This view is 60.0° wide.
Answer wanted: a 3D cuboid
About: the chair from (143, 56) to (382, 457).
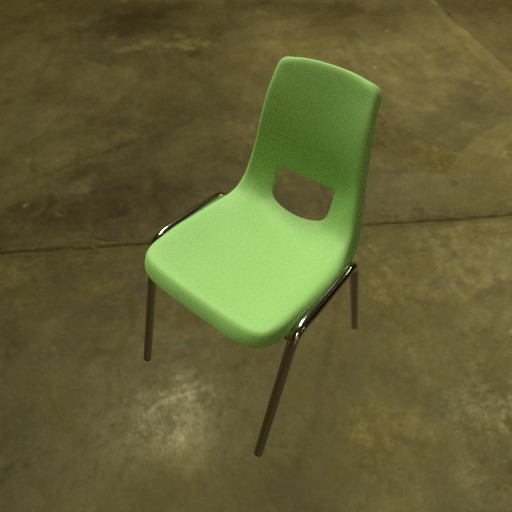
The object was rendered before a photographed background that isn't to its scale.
[{"bbox_3d":[0.000,0.000,0.911,0.381,0.653,0.436,31,53,26],"label":"chair"}]
